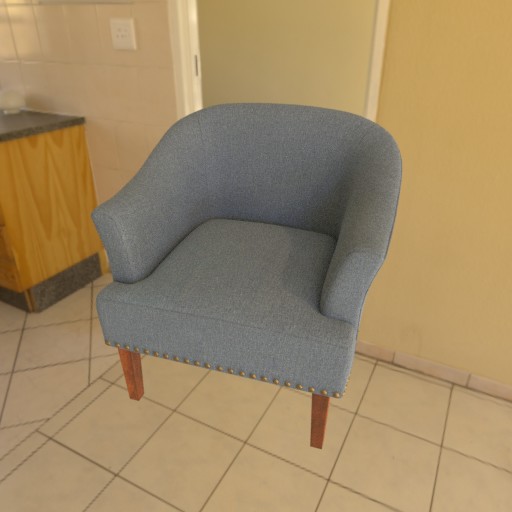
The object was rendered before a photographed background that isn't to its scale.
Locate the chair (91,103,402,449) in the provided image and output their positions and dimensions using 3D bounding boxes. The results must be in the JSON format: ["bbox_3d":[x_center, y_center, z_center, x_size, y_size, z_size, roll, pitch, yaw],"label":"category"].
[{"bbox_3d":[0.000,0.000,1.392,0.798,0.815,0.704,9,29,16],"label":"chair"}]
